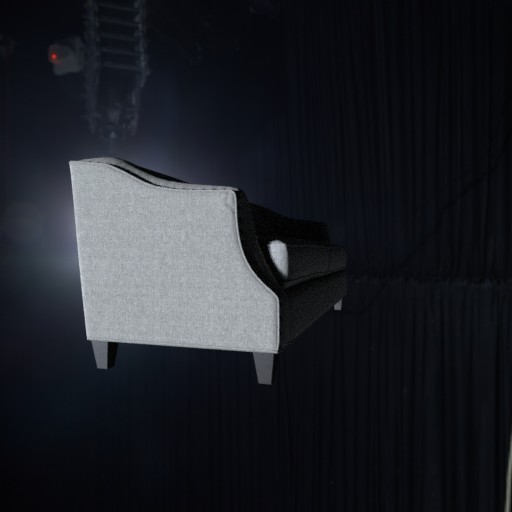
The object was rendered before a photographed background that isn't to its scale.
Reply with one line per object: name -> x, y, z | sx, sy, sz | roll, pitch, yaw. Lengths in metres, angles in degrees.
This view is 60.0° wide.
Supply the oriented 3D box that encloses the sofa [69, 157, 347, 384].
sofa -> 0.000, 0.000, 2.740 | 0.914, 0.901, 2.235 | 0, 1, 18
